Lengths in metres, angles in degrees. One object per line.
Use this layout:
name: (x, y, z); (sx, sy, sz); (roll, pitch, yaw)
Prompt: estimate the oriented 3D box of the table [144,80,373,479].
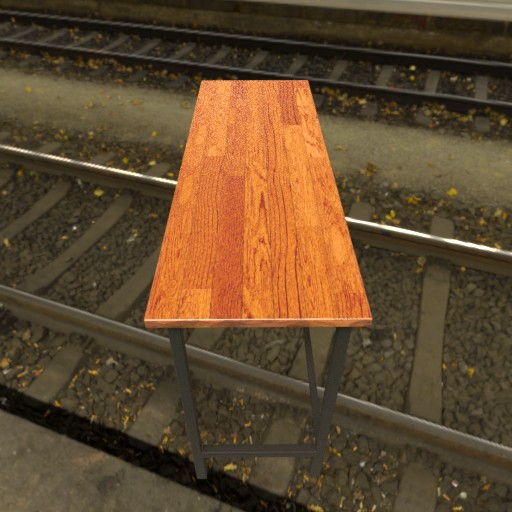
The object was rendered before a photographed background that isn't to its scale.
table: (0.000, 0.000, 1.483); (0.408, 0.740, 1.204); (0, 41, 0)
